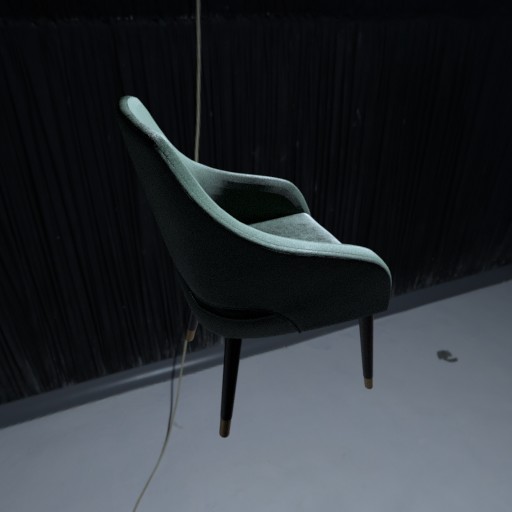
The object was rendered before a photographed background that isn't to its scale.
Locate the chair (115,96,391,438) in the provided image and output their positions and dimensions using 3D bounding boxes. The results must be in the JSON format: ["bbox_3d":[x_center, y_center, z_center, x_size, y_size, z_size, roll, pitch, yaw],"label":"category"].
[{"bbox_3d":[0.000,0.000,1.578,0.794,1.081,0.683,-11,33,-18],"label":"chair"}]
